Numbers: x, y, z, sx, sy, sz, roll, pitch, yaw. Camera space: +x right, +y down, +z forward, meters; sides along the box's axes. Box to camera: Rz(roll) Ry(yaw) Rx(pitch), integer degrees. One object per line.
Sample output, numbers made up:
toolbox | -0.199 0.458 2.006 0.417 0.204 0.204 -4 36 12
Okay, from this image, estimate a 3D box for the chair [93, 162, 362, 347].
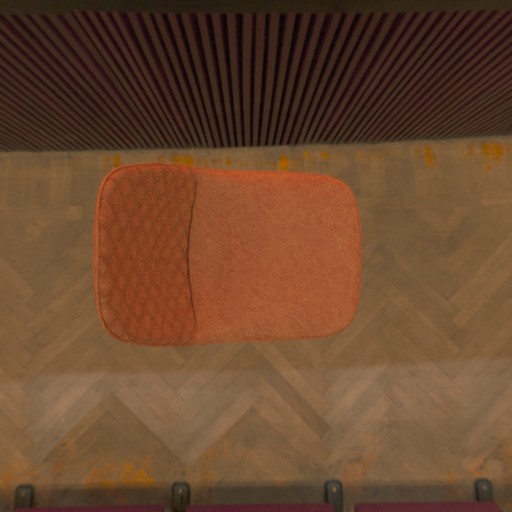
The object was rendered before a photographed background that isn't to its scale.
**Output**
chair | 0.000 0.000 1.181 0.561 0.889 0.472 0 89 -1
